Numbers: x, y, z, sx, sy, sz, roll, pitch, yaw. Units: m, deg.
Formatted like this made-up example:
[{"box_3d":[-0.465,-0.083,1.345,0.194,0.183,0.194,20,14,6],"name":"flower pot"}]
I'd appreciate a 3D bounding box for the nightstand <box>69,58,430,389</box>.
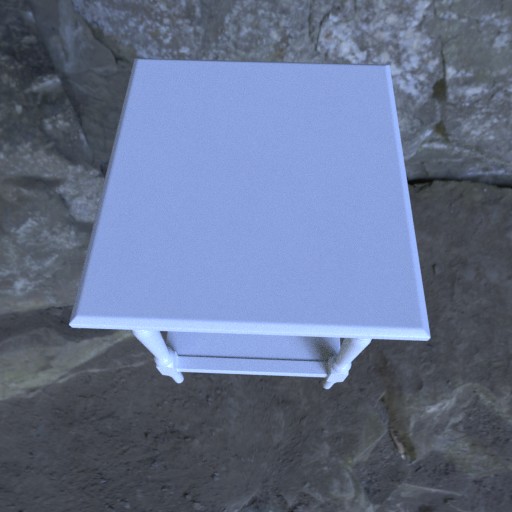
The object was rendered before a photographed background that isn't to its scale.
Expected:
[{"box_3d":[0.000,0.000,0.919,0.459,0.555,0.505,2,62,1],"name":"nightstand"}]
